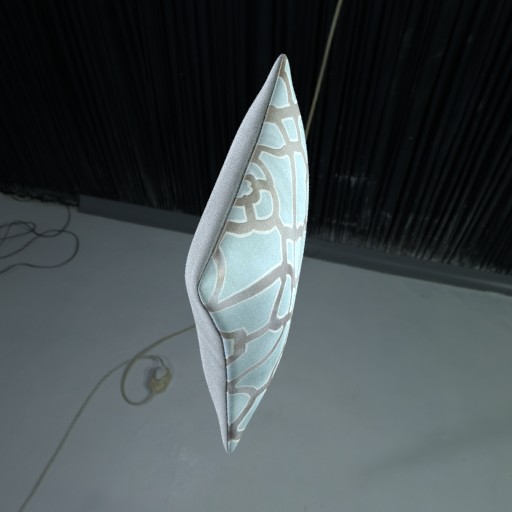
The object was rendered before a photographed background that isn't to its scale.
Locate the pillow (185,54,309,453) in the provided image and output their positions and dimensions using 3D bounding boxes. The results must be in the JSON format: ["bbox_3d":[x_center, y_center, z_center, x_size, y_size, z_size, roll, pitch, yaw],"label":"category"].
[{"bbox_3d":[0.000,0.000,0.821,0.166,0.508,0.552,9,49,8],"label":"pillow"}]
